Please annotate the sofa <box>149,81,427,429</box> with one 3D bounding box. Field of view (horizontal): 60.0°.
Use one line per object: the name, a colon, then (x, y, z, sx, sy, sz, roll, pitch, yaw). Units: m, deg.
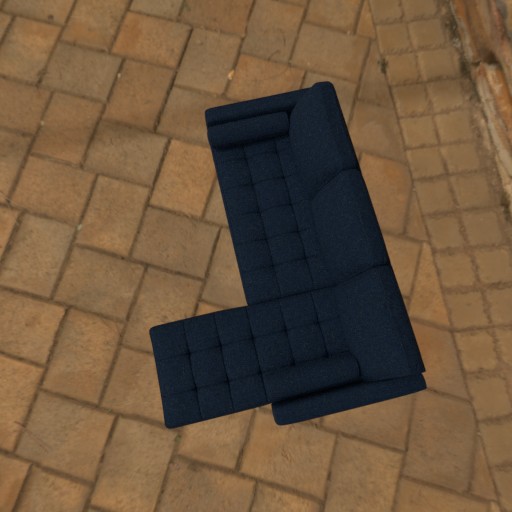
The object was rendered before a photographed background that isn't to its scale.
sofa: (0.000, 0.000, 3.018, 1.613, 0.841, 2.185, -13, 76, -3)
